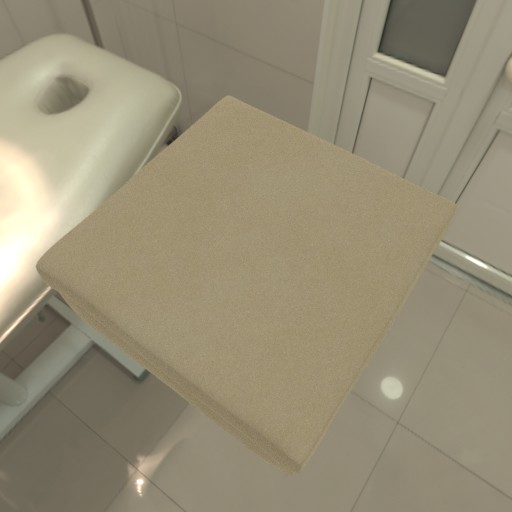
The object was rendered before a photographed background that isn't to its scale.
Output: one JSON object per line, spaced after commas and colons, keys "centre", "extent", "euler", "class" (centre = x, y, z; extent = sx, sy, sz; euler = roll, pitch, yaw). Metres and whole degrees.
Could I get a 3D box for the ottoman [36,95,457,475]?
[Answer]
{"centre": [0.000, 0.000, 1.831], "extent": [1.190, 0.522, 1.205], "euler": [31, 63, 18], "class": "ottoman"}
